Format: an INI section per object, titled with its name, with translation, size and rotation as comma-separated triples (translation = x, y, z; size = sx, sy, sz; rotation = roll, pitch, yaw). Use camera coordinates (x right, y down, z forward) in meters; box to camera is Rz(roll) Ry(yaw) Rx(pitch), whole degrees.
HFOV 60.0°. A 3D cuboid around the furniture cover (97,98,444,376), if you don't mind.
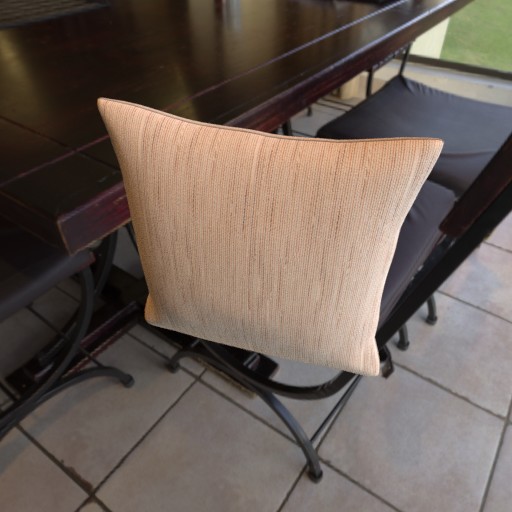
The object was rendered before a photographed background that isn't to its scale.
[furniture cover]
translation = 0.000, 0.000, 0.781
size = 0.512, 0.506, 0.178
rotation = 11, 42, 12
